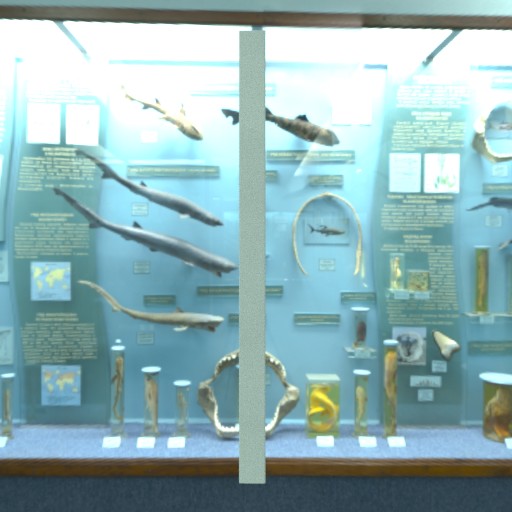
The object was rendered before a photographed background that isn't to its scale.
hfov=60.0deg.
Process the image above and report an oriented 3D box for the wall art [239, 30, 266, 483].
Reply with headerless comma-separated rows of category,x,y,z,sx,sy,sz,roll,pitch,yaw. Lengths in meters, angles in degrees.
wall art,0.000,0.000,0.846,0.037,0.606,0.508,0,1,1
